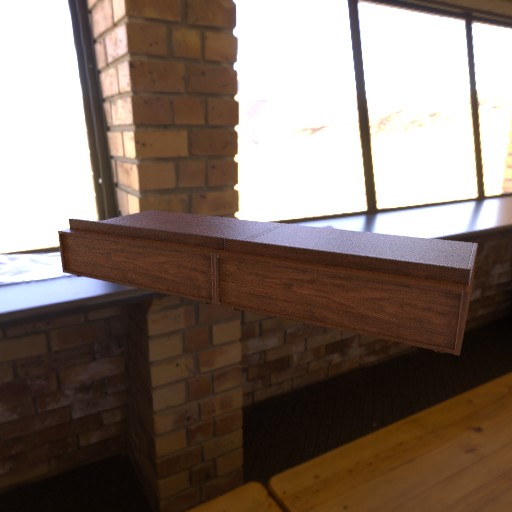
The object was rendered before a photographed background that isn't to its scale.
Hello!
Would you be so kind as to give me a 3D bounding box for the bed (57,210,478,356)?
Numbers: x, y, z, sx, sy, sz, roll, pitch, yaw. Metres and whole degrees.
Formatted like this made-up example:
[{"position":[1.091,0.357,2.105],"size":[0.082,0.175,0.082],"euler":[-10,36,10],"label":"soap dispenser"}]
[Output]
[{"position":[0.000,0.000,2.338],"size":[2.057,0.326,0.787],"euler":[8,18,27],"label":"bed"}]
